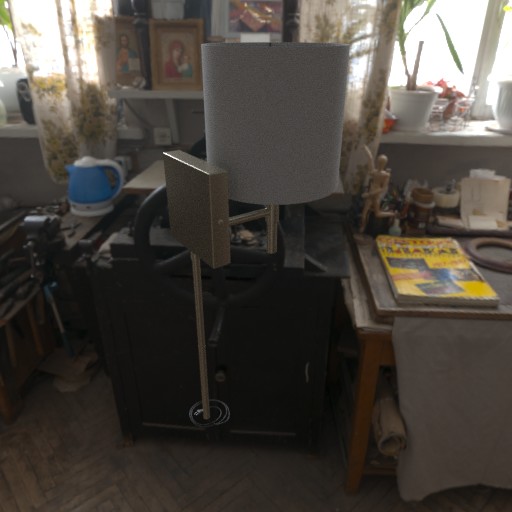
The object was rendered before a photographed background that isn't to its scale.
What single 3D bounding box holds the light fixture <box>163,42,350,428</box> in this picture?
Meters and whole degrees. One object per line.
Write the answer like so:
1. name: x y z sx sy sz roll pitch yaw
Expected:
1. light fixture: 0.000 0.000 0.684 0.248 0.589 0.188 -18 32 -31
